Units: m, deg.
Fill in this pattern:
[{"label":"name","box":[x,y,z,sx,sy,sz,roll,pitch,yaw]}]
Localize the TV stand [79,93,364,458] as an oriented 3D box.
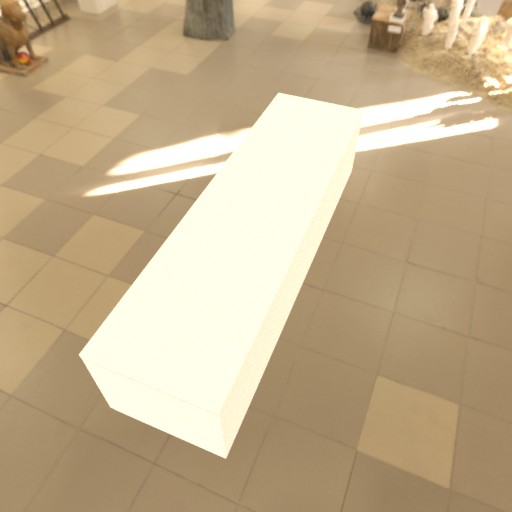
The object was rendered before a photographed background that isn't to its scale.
[{"label":"TV stand","box":[0.000,0.000,1.681,0.401,0.560,1.398,17,50,15]}]
